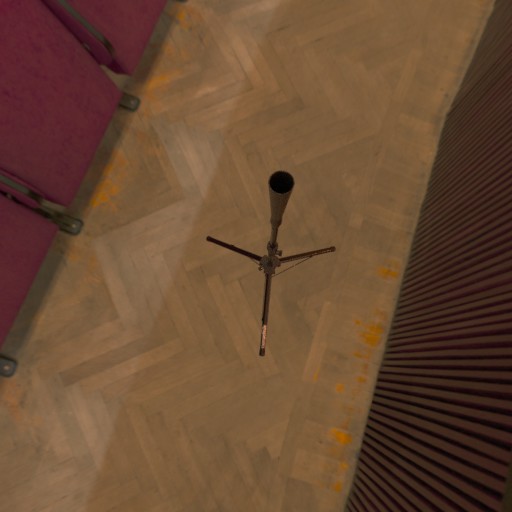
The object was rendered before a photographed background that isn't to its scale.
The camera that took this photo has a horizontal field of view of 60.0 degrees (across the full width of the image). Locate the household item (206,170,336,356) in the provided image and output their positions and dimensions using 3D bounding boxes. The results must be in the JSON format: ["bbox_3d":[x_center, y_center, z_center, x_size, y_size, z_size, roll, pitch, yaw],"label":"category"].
[{"bbox_3d":[0.000,0.000,1.422,0.559,1.067,0.559,19,77,5],"label":"household item"}]
